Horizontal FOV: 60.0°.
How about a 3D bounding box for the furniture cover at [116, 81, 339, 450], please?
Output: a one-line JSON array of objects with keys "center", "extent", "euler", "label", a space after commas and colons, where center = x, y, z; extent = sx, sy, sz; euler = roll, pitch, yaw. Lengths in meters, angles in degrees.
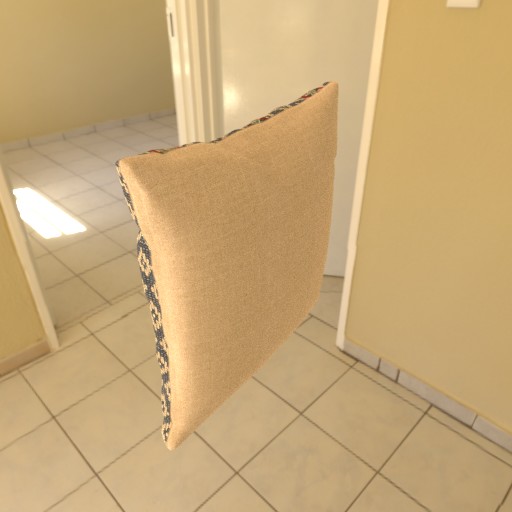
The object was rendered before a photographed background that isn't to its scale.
[{"center": [0.000, 0.000, 0.663], "extent": [0.139, 0.431, 0.431], "euler": [21, 38, 29], "label": "furniture cover"}]
